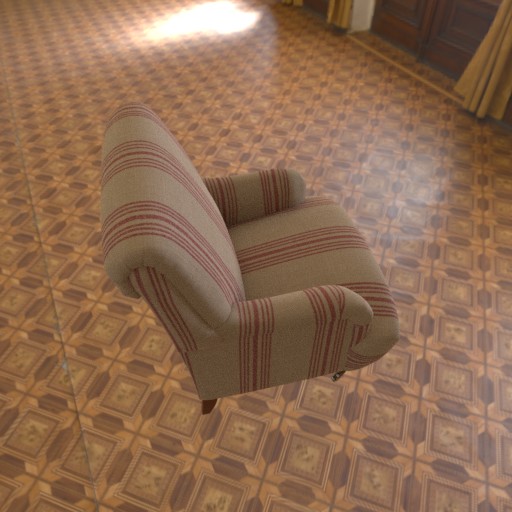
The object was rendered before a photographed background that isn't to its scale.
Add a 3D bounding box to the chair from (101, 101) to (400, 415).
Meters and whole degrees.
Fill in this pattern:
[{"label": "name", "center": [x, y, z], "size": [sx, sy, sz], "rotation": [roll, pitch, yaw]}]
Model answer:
[{"label": "chair", "center": [0.000, 0.000, 1.879], "size": [1.058, 1.123, 0.933], "rotation": [-9, 46, -9]}]
